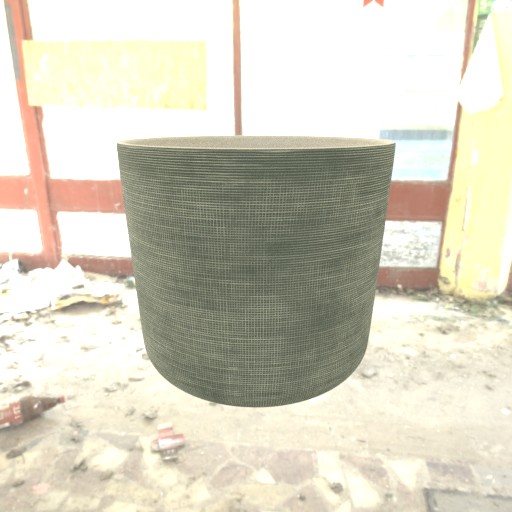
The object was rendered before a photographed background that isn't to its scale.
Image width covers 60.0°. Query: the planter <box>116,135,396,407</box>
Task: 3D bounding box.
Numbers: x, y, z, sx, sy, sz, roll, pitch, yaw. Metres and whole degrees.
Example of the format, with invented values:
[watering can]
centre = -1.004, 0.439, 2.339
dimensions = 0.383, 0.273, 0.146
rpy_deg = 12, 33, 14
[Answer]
[planter]
centre = 0.000, 0.000, 0.786
dimensions = 0.440, 0.398, 0.440
rpy_deg = 0, 17, 0
